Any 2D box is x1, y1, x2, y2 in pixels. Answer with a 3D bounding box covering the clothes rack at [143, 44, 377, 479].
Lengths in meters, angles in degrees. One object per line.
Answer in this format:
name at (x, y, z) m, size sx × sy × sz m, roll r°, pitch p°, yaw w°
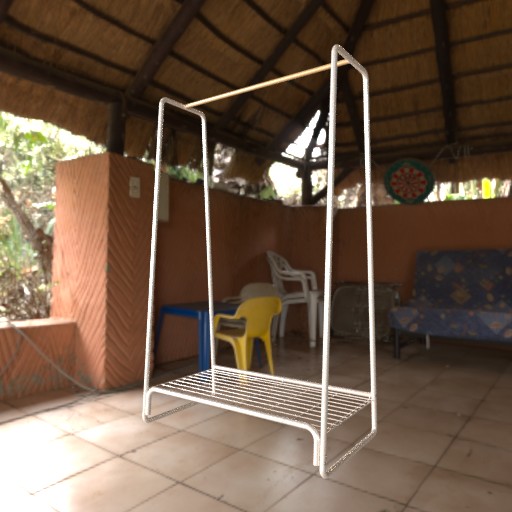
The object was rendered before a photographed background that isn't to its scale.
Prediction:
clothes rack at (0.000, 0.000, 1.922) m, size 0.900 × 1.500 × 0.495 m, roll 0°, pitch -1°, yaw 35°
